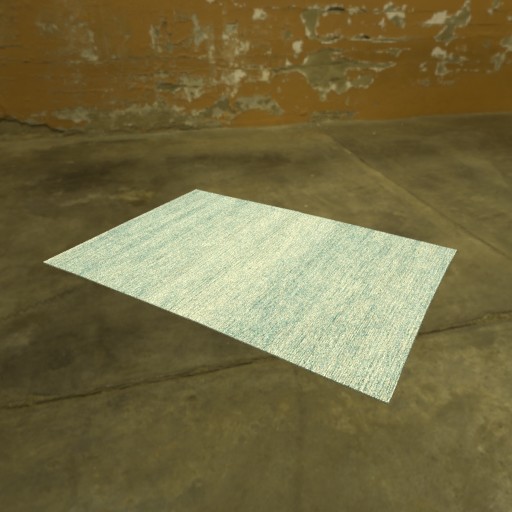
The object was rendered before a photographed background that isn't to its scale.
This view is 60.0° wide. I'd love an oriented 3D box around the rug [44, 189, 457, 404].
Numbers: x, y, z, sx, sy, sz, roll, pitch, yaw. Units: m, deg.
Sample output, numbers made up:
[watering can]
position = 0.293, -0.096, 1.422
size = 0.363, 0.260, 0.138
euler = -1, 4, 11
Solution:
[rug]
position = 0.000, 0.000, 2.988
size = 2.306, 0.030, 1.613
euler = 17, 33, 27
